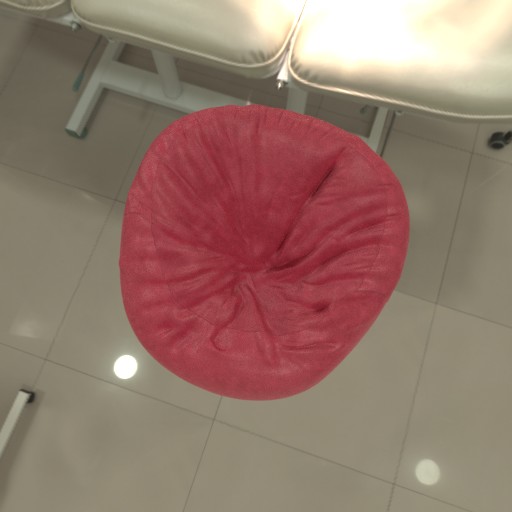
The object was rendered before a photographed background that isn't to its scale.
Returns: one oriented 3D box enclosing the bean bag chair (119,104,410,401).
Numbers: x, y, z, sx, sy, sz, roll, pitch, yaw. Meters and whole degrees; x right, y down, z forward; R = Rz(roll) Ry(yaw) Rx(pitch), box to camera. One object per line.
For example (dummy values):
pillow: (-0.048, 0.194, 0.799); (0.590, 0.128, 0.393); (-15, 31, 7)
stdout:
bean bag chair: (0.000, 0.000, 2.456); (1.524, 0.878, 1.524); (18, 77, 4)
